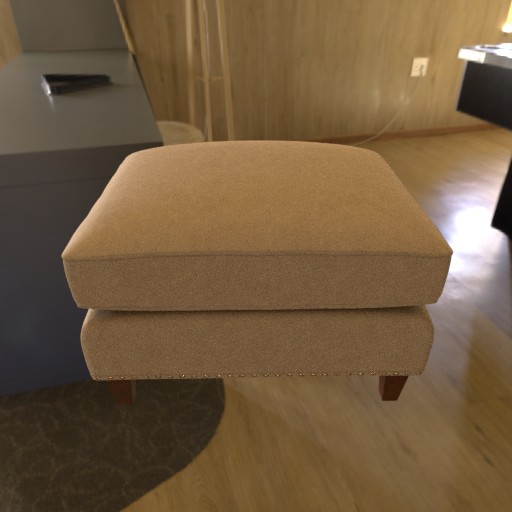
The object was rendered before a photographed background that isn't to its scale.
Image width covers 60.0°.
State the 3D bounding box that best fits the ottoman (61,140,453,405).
[{"bbox_3d":[0.000,0.000,1.144,0.741,0.513,0.584,-1,32,-1],"label":"ottoman"}]
